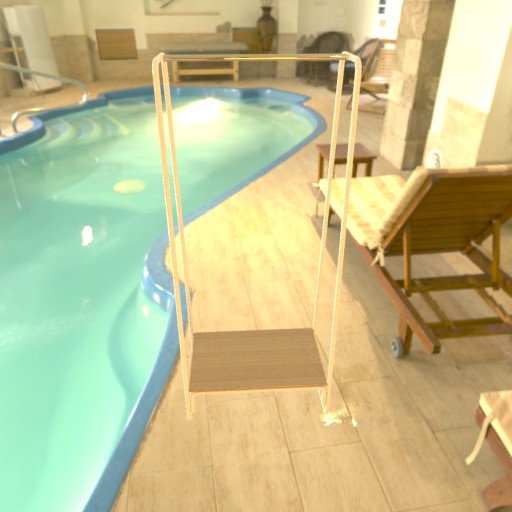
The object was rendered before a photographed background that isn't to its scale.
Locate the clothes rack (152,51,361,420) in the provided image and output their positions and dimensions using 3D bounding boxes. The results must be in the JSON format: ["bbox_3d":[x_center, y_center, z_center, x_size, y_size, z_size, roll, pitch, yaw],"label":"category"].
[{"bbox_3d":[0.000,0.000,1.803,0.640,1.500,0.400,-2,30,-3],"label":"clothes rack"}]
